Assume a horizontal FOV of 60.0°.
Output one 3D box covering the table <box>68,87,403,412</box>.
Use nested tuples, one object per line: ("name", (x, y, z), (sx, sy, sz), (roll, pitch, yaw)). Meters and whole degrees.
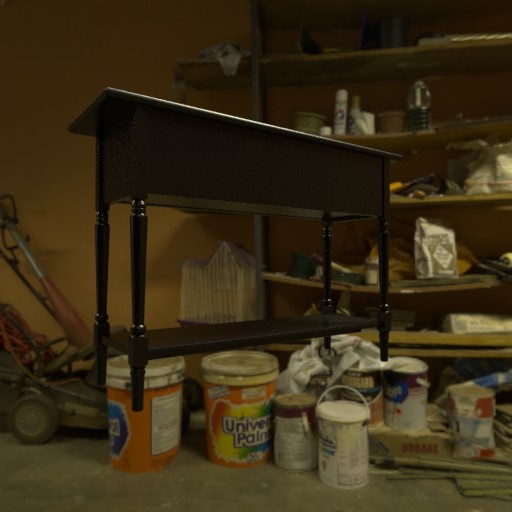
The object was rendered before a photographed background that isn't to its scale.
("table", (0.000, 0.000, 1.586), (1.191, 0.819, 0.386), (1, -1, -36))
